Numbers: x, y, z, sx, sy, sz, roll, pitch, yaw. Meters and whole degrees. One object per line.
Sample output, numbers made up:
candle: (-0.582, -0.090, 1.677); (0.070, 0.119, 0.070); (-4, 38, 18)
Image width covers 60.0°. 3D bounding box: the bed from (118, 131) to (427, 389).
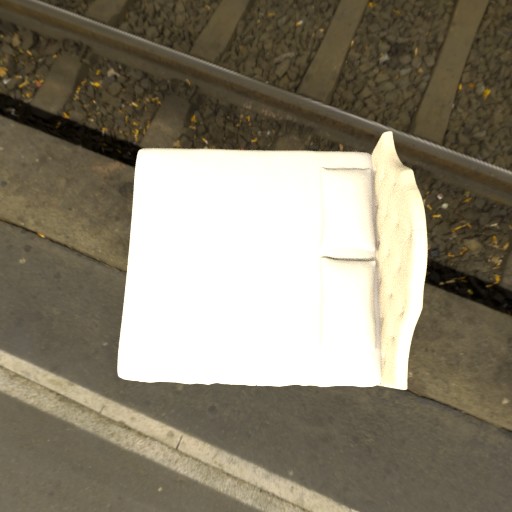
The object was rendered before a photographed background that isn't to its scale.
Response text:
bed: (0.000, 0.000, 3.456); (2.086, 1.555, 2.012); (1, 76, 0)
